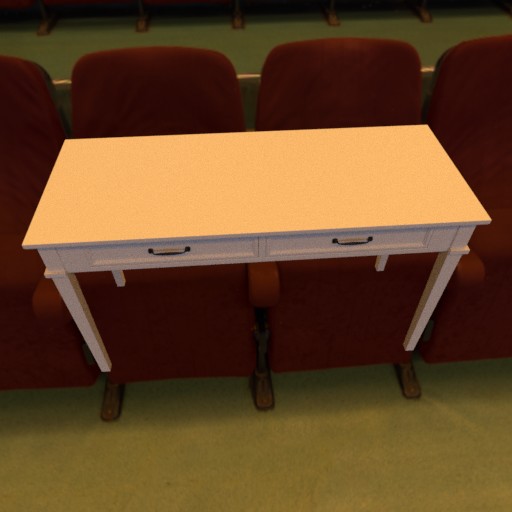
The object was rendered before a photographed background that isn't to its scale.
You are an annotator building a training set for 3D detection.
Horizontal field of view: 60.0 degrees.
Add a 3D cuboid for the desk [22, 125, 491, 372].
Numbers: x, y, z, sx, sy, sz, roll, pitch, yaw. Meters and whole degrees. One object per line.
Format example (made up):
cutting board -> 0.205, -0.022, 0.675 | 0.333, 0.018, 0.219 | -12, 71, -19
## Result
desk -> 0.000, 0.000, 1.760 | 1.372, 0.774, 0.559 | -3, 46, -3
